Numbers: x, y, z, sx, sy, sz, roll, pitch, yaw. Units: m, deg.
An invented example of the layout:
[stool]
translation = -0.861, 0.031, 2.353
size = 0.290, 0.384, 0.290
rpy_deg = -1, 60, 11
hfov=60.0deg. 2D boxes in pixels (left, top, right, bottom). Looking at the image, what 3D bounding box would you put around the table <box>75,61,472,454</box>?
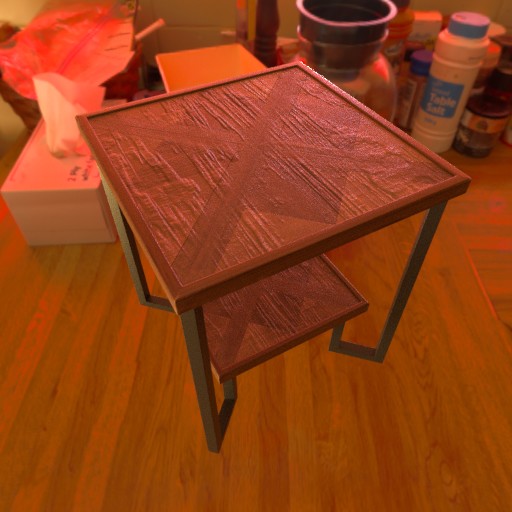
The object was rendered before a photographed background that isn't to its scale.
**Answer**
[table]
translation = 0.000, 0.000, 0.970
size = 0.503, 0.563, 0.503
rpy_deg = -22, 50, -19
